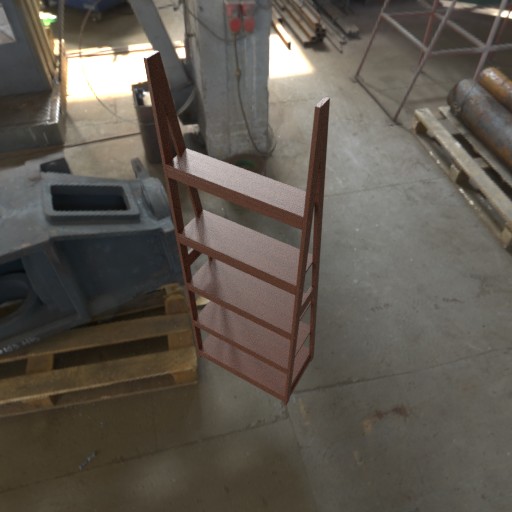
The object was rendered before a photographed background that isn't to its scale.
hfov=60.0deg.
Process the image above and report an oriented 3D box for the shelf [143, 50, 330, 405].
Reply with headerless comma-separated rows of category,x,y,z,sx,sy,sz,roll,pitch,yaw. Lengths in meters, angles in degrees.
shelf,0.000,0.000,1.997,0.600,1.770,0.350,24,51,20
